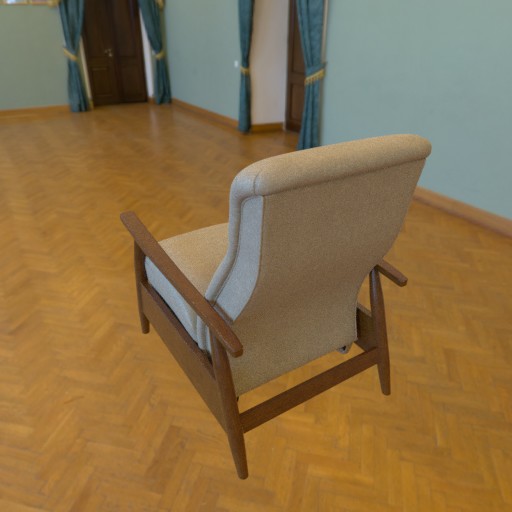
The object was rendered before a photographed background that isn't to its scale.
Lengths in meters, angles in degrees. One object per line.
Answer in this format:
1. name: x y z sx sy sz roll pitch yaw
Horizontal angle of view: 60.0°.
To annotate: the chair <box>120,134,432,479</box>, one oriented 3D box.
1. chair: 0.000 0.000 1.773 0.762 1.082 1.030 -17 33 -28
